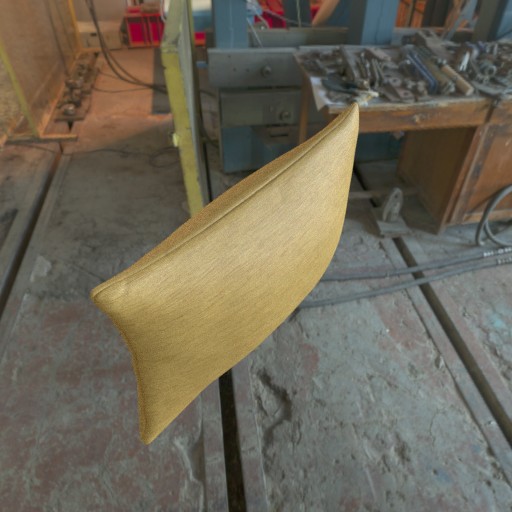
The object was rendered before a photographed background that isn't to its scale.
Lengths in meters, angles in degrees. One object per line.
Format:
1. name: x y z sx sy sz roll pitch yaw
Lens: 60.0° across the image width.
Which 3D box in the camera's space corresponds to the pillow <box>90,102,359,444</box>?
1. pillow: 0.000 0.000 0.790 0.210 0.354 0.634 27 49 26
